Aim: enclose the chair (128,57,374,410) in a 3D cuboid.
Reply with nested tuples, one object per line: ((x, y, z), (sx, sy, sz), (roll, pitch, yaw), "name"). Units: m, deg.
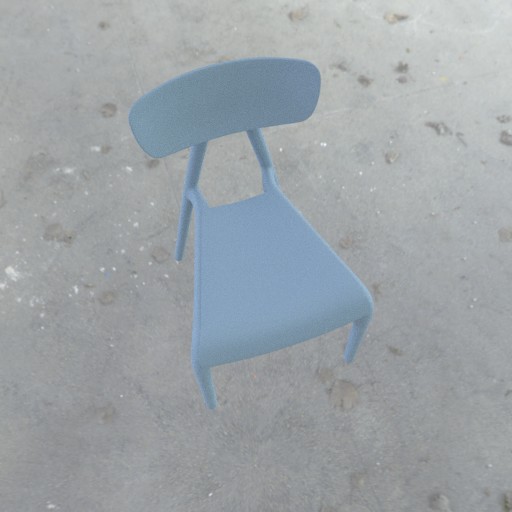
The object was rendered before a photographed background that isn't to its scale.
((0.000, 0.000, 0.831), (0.356, 0.580, 0.401), (-17, 66, -8), "chair")
